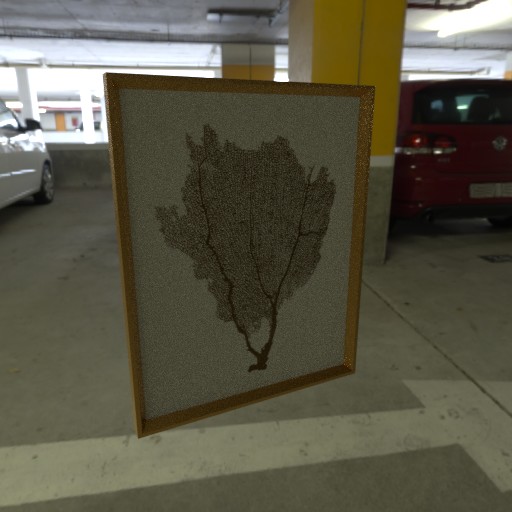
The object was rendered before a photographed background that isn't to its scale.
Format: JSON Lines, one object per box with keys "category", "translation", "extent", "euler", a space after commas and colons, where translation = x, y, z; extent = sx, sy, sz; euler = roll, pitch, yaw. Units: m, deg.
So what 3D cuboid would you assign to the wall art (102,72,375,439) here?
{"category": "wall art", "translation": [0.000, 0.000, 1.032], "extent": [0.610, 0.762, 0.038], "euler": [-8, 18, -26]}
